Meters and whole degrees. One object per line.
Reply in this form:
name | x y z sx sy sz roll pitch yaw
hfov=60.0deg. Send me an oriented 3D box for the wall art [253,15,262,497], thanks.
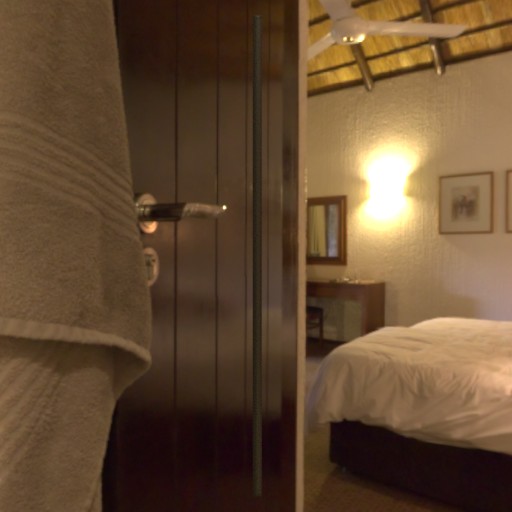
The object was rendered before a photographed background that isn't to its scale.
wall art | 0.000 0.000 0.833 0.012 0.661 0.451 0 0 0
